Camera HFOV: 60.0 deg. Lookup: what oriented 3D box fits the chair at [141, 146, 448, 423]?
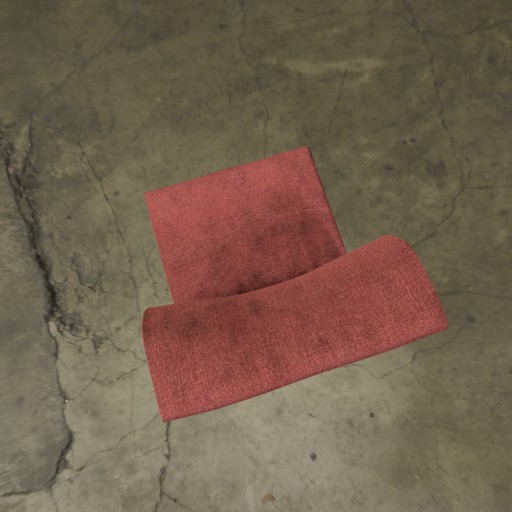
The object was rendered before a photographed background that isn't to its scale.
[{"bbox_3d":[0.000,0.000,1.217,0.538,0.846,0.640,-16,78,-4],"label":"chair"}]
